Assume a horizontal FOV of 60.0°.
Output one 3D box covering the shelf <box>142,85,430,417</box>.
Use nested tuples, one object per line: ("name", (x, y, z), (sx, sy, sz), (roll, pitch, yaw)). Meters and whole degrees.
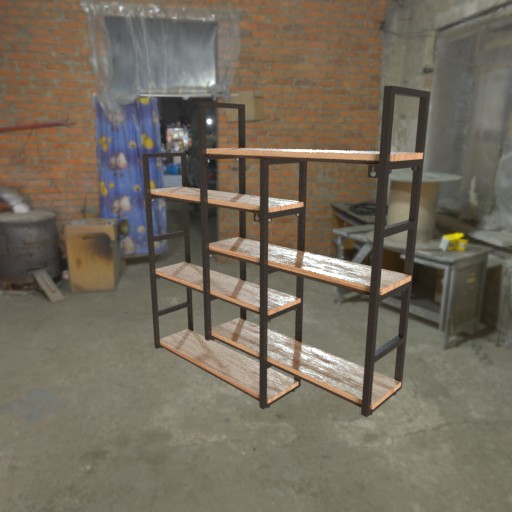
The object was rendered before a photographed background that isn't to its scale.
("shelf", (0.000, 0.000, 1.387), (0.946, 0.921, 0.183), (14, 21, 42))
